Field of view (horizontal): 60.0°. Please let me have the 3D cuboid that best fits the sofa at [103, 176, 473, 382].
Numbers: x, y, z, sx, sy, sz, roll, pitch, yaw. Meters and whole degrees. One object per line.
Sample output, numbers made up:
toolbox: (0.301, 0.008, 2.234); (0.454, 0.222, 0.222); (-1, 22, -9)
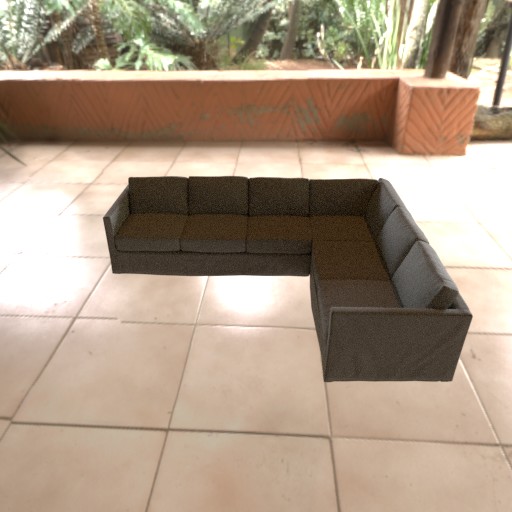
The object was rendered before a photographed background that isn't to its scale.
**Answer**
sofa: (0.000, 0.000, 4.352); (3.182, 0.871, 2.432); (1, 31, 2)
